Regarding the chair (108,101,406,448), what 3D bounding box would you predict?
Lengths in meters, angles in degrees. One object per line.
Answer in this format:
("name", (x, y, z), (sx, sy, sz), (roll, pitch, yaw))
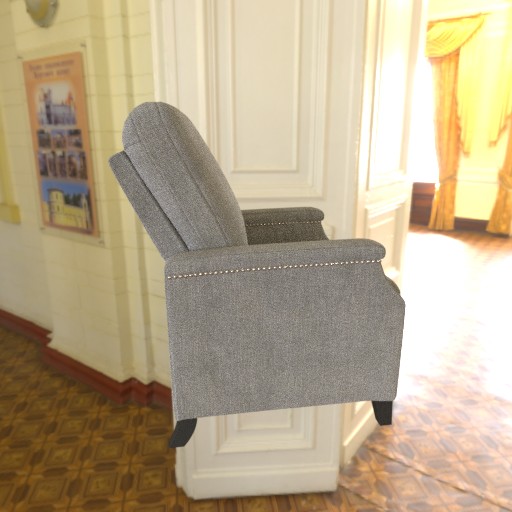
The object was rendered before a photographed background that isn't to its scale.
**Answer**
("chair", (0.000, 0.000, 1.638), (0.922, 1.049, 0.710), (-2, 16, -9))
